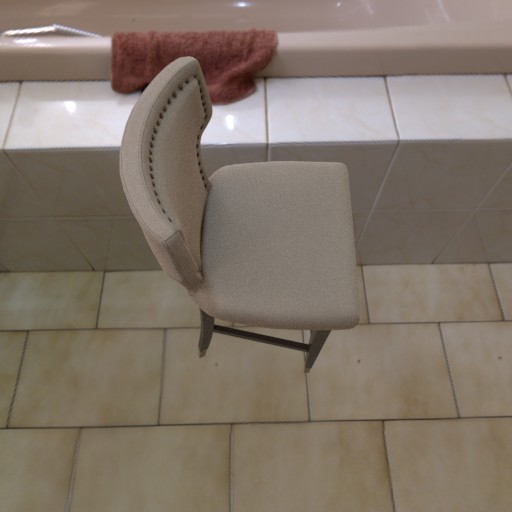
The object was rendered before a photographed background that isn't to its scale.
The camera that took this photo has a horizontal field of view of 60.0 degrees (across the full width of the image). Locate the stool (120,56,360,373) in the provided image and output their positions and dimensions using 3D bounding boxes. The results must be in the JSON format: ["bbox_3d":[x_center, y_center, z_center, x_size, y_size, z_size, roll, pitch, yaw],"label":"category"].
[{"bbox_3d":[0.000,0.000,1.396,0.563,1.092,0.526,1,63,1],"label":"stool"}]
